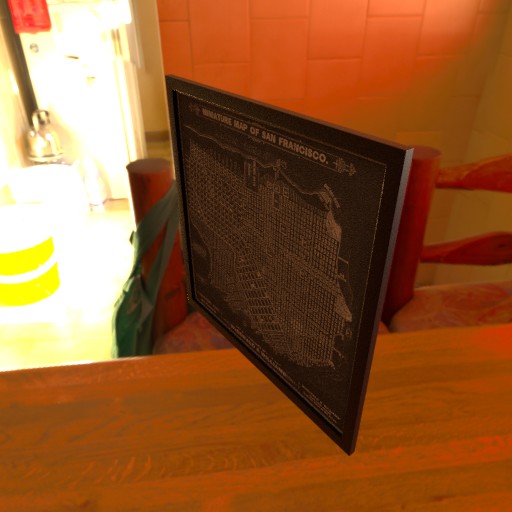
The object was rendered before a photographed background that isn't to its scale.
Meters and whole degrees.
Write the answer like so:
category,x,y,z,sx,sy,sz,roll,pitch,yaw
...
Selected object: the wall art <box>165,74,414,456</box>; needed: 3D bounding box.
category,x,y,z,sx,sy,sz,roll,pitch,yaw
wall art,0.000,0.000,0.679,0.012,0.458,0.457,-23,39,-31
